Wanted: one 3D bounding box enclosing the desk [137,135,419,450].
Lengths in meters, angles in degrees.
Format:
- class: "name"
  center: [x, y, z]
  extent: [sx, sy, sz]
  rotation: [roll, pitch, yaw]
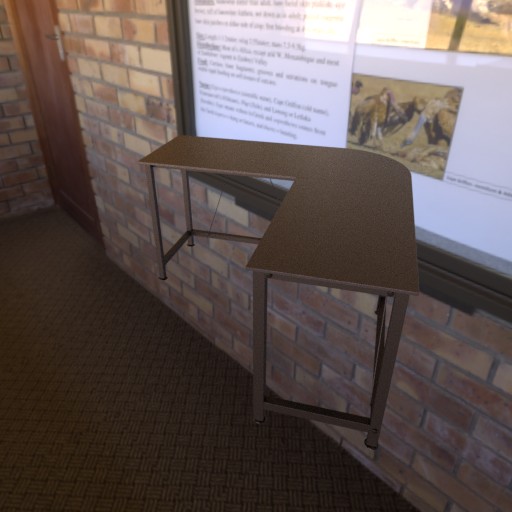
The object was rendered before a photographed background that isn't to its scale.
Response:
- class: "desk"
  center: [0.000, 0.000, 2.255]
  extent: [1.400, 0.762, 1.400]
  rotation: [8, 31, 13]
